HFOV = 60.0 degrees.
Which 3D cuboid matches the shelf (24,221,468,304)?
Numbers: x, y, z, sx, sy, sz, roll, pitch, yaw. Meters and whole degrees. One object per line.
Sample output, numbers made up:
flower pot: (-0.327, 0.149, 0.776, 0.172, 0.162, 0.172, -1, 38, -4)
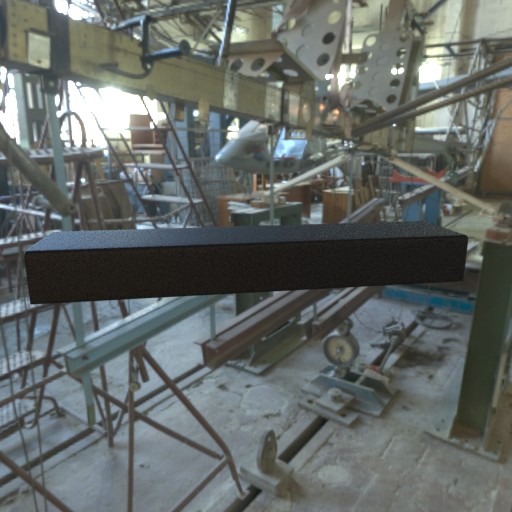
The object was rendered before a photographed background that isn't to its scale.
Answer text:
shelf: (0.000, 0.000, 0.503, 0.456, 0.053, 0.102, -2, 14, -9)
